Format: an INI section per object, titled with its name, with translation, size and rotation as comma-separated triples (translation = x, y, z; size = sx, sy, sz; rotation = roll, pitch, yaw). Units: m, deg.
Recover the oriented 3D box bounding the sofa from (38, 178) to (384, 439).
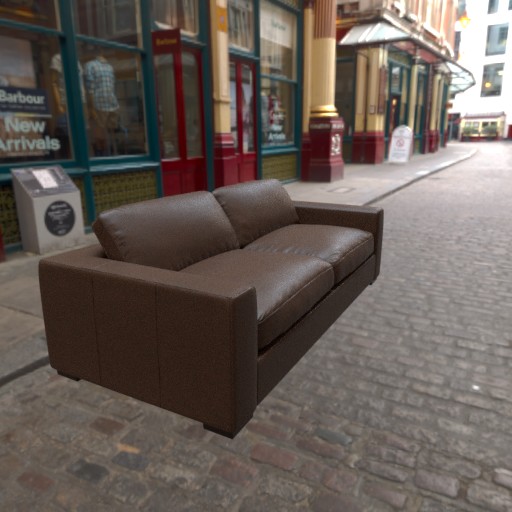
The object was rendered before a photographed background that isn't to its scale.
[sofa]
translation = 0.000, 0.000, 2.751
size = 1.070, 0.801, 2.262
rotation = 8, 17, 28
